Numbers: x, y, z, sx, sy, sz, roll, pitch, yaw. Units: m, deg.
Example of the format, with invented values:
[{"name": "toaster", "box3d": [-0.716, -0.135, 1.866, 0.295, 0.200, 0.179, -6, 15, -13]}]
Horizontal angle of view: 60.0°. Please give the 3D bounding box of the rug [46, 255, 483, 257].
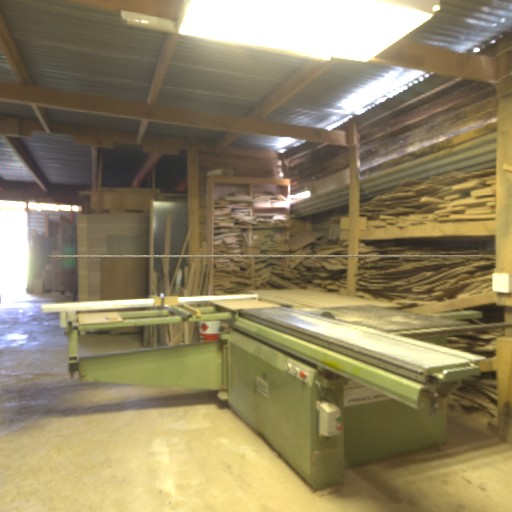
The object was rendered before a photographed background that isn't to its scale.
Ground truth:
[{"name": "rug", "box3d": [0.000, 0.000, 3.049, 2.438, 0.008, 1.523, 0, 0, -18]}]
